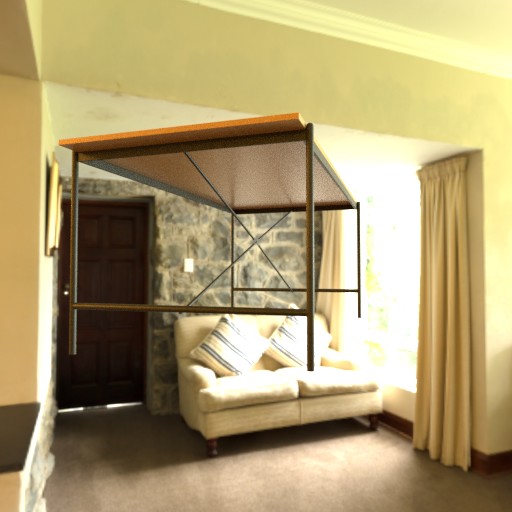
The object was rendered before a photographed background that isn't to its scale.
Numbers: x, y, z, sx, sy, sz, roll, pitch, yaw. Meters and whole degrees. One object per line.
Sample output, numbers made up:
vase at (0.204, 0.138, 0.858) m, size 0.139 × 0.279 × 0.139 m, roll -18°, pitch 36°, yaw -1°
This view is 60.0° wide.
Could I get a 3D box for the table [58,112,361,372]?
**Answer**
table at (0.000, 0.000, 2.248) m, size 0.900 × 0.758 × 1.800 m, roll -1°, pitch -2°, yaw 18°
